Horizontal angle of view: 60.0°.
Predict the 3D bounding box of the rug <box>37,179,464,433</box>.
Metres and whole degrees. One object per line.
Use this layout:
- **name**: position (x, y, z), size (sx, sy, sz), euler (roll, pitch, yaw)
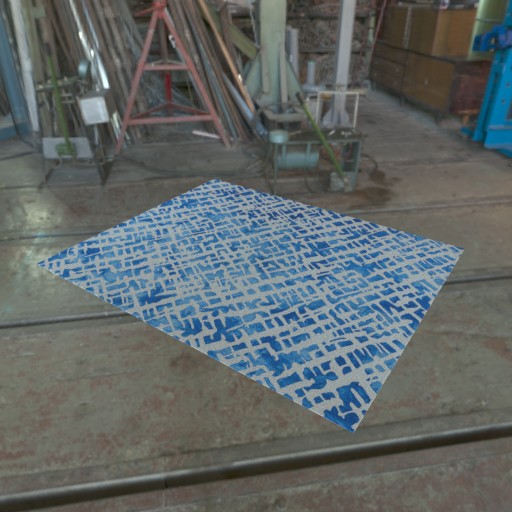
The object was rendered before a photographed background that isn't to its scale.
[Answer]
- **rug**: position (0.000, 0.000, 3.996), size (3.007, 0.007, 2.435), euler (20, 37, 30)
